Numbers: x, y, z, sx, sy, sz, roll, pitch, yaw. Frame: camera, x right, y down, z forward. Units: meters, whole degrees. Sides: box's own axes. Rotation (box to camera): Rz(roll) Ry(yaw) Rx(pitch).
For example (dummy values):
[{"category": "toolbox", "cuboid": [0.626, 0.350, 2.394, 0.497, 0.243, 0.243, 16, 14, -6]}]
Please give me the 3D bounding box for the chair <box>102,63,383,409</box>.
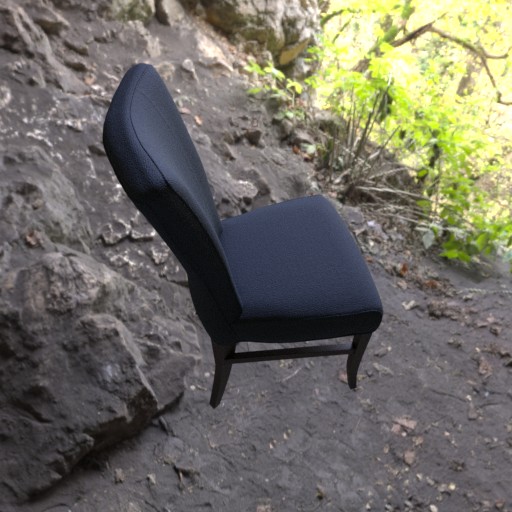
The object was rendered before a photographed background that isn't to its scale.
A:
[{"category": "chair", "cuboid": [0.000, 0.000, 1.311, 0.660, 0.991, 0.520, -9, 48, -8]}]
